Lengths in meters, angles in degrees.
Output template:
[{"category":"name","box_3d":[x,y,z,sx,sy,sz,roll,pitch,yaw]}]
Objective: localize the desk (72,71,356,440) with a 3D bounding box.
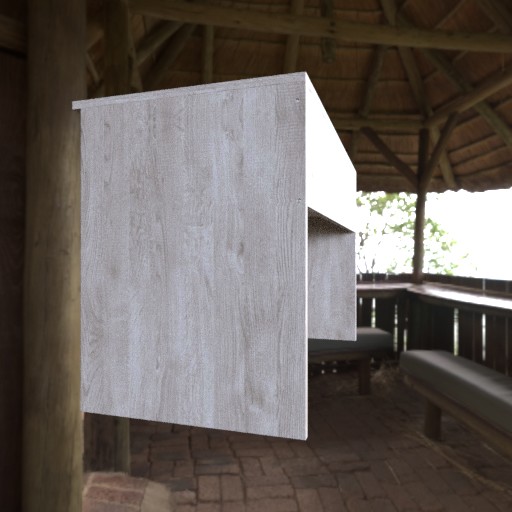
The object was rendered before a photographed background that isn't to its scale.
[{"category":"desk","box_3d":[0.000,0.000,1.485,0.560,0.730,1.100,0,0,18]}]
